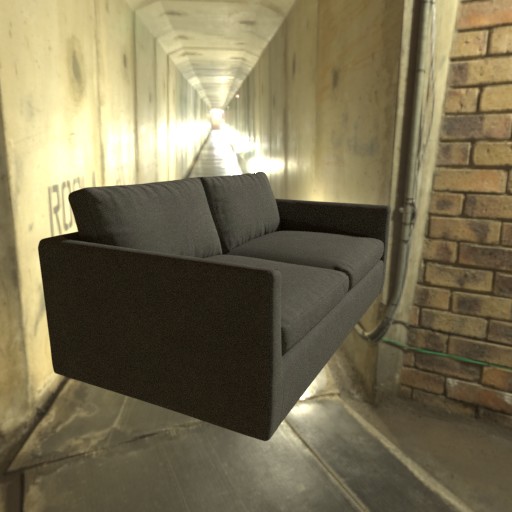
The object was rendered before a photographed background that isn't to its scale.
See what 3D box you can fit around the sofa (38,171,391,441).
[{"bbox_3d":[0.000,0.000,2.462,1.091,0.845,1.909,7,15,26],"label":"sofa"}]
